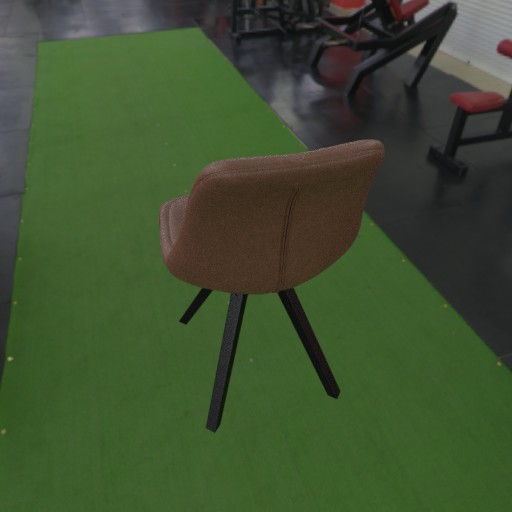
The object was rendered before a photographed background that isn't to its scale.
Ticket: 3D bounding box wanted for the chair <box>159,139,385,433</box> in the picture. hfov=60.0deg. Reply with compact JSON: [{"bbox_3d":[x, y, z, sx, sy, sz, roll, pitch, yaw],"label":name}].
[{"bbox_3d":[0.000,0.000,1.158,0.475,0.850,0.550,-11,42,-12],"label":"chair"}]
